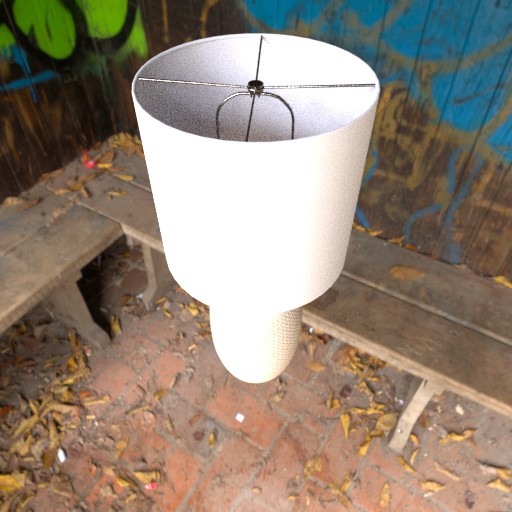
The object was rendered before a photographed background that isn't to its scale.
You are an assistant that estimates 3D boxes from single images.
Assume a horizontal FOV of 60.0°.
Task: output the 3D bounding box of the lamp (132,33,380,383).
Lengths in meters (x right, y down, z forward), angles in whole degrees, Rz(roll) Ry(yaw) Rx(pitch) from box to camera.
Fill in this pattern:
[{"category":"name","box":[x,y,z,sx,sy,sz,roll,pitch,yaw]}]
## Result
[{"category":"lamp","box":[0.000,0.000,0.555,0.217,0.453,0.217,3,46,2]}]
